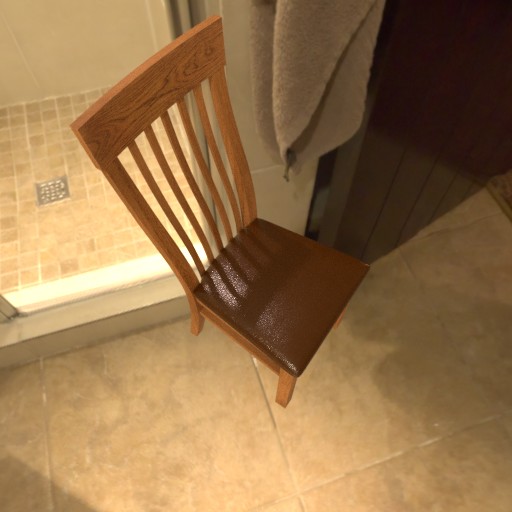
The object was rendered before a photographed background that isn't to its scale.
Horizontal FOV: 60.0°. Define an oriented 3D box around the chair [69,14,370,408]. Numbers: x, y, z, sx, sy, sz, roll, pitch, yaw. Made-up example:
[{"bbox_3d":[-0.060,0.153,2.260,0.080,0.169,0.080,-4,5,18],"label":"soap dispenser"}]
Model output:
[{"bbox_3d":[0.000,0.000,1.305,0.580,1.050,0.450,31,64,17],"label":"chair"}]
